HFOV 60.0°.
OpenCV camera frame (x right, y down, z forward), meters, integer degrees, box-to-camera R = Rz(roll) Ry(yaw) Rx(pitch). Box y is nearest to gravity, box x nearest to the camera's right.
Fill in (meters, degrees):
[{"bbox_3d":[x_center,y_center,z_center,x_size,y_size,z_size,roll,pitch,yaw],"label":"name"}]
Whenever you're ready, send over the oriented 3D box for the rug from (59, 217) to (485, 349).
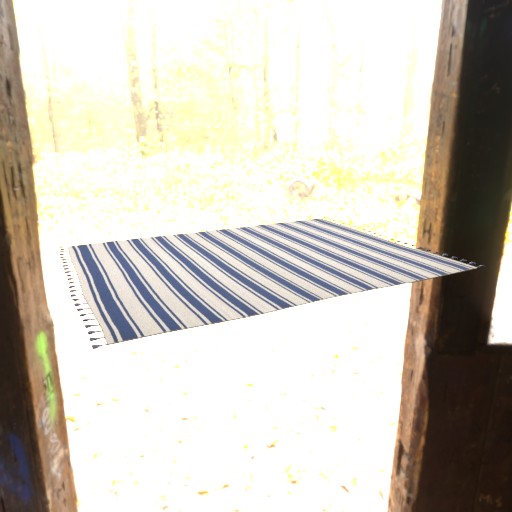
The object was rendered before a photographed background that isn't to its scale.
[{"bbox_3d":[0.000,0.000,4.308,3.416,0.016,2.471,-8,19,-26],"label":"rug"}]
